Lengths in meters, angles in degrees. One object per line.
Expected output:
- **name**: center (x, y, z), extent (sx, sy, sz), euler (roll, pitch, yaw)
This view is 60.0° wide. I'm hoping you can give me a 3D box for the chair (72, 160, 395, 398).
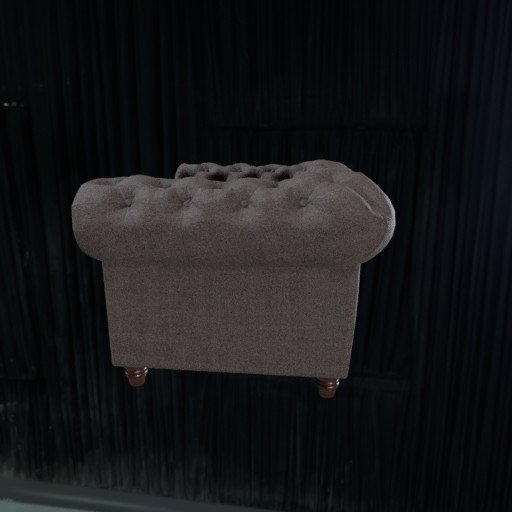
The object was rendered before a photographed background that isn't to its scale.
- **chair**: center (0.000, 0.000, 1.898), extent (0.945, 0.780, 1.298), euler (2, 14, 6)
